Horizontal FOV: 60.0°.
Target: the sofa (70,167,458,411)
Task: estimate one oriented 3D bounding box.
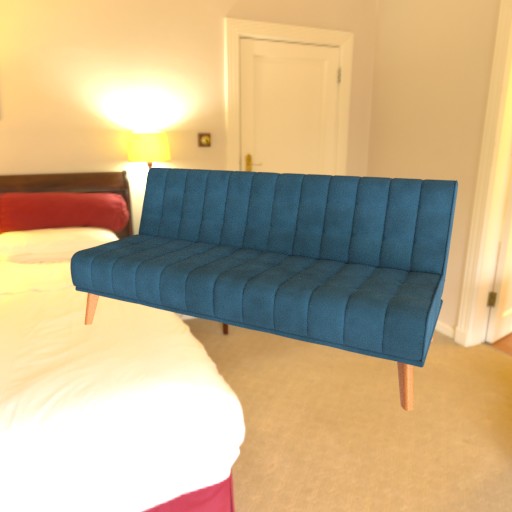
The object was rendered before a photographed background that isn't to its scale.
[{"bbox_3d":[0.000,0.000,2.315,1.804,0.813,0.855,8,17,26],"label":"sofa"}]
